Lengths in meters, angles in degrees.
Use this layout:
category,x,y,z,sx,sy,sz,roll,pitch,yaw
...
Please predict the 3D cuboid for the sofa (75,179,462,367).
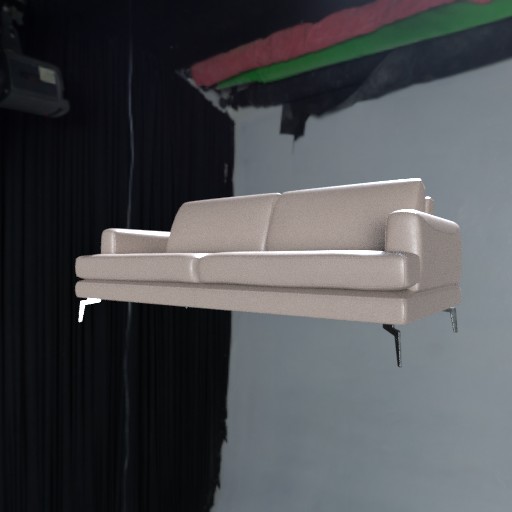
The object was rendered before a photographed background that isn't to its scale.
category,x,y,z,sx,sy,sz,roll,pitch,yaw
sofa,0.000,0.000,2.423,1.940,0.765,0.974,0,0,36
